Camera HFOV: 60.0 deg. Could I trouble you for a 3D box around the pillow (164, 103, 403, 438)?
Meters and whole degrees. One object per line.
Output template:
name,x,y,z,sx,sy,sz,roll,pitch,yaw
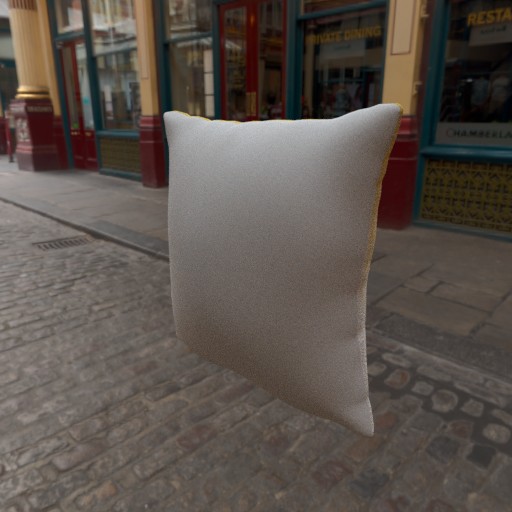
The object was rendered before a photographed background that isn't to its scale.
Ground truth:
pillow,0.000,0.000,0.708,0.450,0.450,0.211,15,22,41
